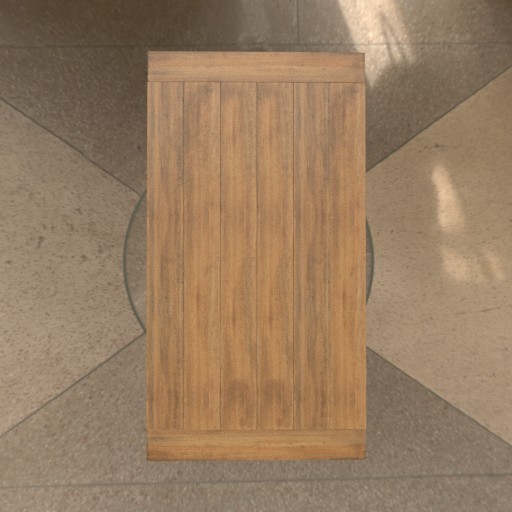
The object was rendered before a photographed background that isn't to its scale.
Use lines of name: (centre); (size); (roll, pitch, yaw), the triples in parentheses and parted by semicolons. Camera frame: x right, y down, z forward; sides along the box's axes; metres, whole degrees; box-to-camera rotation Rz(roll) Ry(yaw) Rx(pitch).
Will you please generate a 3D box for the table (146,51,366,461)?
table: (0.000, 0.000, 1.620); (0.693, 0.494, 1.270); (0, 89, -1)
